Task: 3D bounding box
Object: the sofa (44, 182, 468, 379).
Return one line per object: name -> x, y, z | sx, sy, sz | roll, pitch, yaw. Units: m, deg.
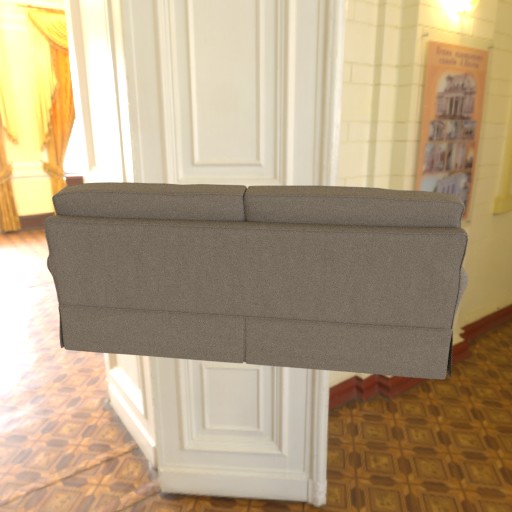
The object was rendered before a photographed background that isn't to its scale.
sofa -> 0.000, 0.000, 2.717 | 2.248, 0.943, 0.991 | 2, 16, 8
